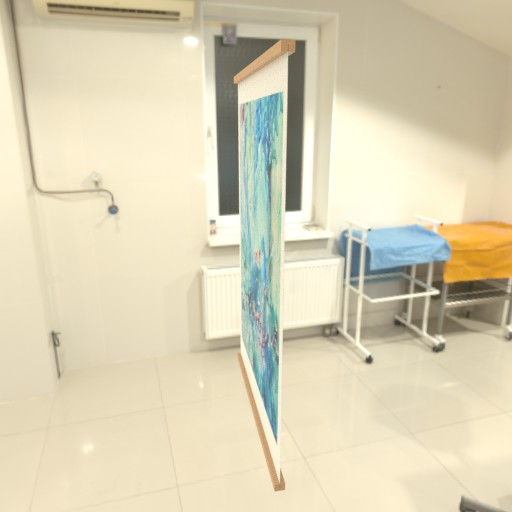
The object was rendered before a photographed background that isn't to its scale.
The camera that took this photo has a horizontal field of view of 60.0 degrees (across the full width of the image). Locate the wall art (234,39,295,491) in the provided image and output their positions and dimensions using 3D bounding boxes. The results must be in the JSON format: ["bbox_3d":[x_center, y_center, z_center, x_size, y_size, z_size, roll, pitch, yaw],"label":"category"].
[{"bbox_3d":[0.000,0.000,0.636,0.013,0.510,0.335,-3,17,-10],"label":"wall art"}]
